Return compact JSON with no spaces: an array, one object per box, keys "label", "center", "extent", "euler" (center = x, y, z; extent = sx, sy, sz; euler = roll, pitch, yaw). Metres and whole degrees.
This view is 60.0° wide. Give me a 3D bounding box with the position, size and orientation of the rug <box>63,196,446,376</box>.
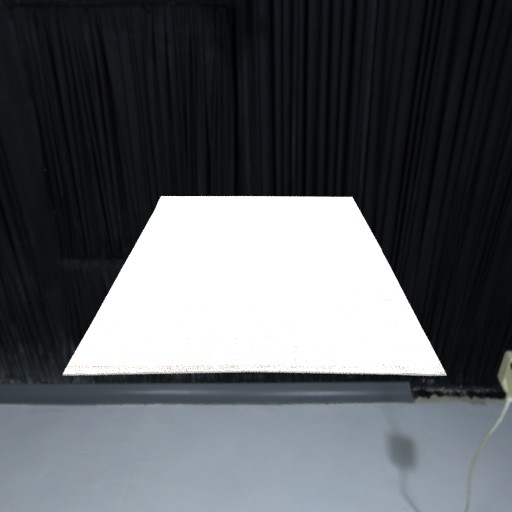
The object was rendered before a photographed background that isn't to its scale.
[{"label":"rug","center":[0.000,0.000,4.962],"extent":[2.873,0.053,3.778],"euler":[0,28,0]}]
